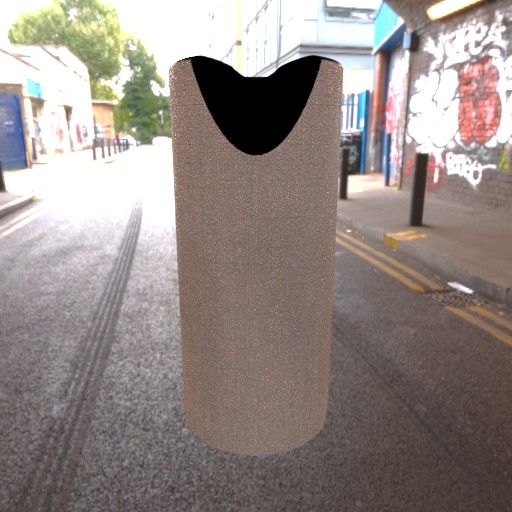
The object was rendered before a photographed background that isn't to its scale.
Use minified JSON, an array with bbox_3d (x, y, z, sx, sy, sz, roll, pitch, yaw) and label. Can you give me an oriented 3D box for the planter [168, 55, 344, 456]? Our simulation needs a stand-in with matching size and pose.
[{"bbox_3d":[0.000,0.000,0.130,0.045,0.103,0.045,8,17,27],"label":"planter"}]
